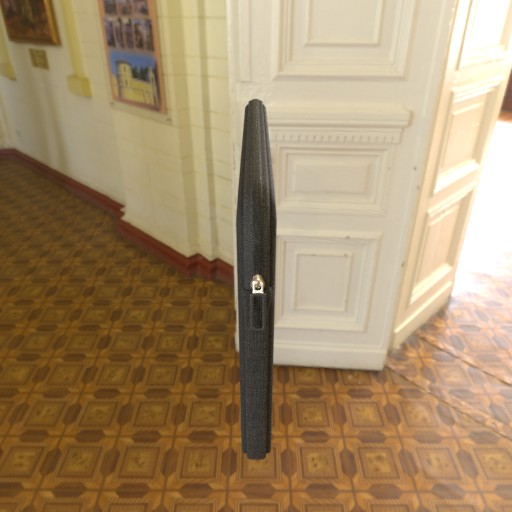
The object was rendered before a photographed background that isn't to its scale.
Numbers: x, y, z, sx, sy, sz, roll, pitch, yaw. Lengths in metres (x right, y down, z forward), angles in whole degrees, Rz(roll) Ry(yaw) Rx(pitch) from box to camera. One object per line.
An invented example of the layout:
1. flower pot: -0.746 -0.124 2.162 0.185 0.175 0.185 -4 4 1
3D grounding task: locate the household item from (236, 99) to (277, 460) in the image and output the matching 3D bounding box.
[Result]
1. household item: 0.000 0.000 0.536 0.030 0.305 0.396 0 30 0
